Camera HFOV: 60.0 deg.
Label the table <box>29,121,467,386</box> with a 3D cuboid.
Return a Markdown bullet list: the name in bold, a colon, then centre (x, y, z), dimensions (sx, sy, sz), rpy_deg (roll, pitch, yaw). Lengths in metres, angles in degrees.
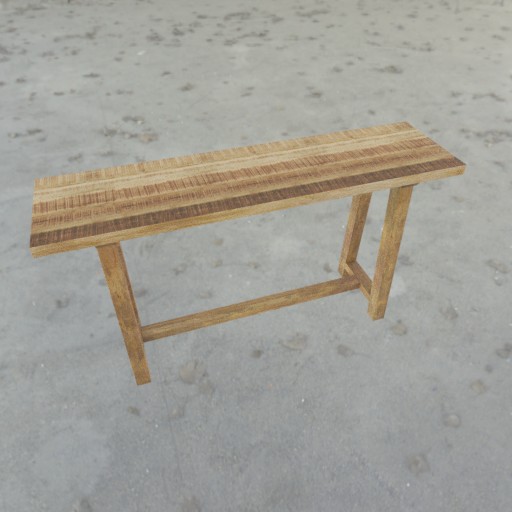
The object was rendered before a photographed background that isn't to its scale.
- **table**: centre (0.000, 0.000, 1.880), dimensions (1.524, 0.810, 0.405), rpy_deg (-12, 42, -14)
